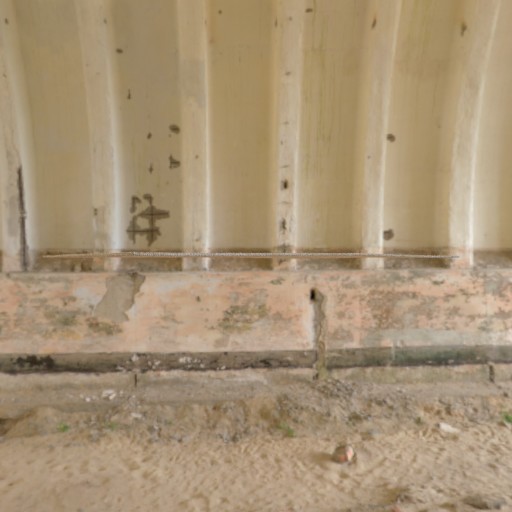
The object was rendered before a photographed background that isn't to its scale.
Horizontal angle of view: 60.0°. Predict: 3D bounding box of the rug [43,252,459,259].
[{"bbox_3d":[0.000,0.000,2.990,2.346,0.029,1.574,0,-1,-37],"label":"rug"}]
